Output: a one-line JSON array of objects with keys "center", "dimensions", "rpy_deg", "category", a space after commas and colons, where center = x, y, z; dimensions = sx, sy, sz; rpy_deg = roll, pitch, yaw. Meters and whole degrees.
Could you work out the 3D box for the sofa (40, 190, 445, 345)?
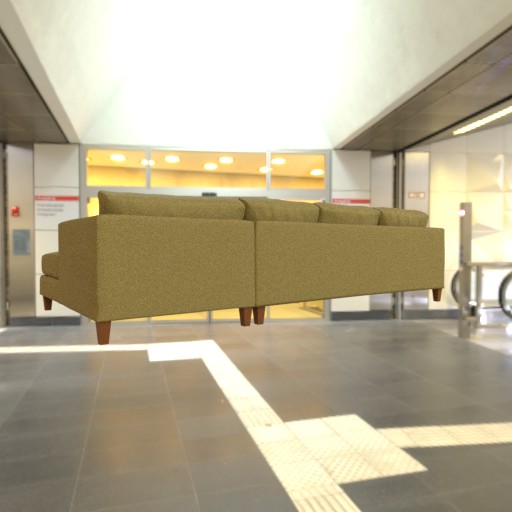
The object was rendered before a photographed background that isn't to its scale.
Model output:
[{"center": [0.000, 0.000, 3.865], "dimensions": [3.186, 0.861, 1.625], "rpy_deg": [-1, 2, -35], "category": "sofa"}]
